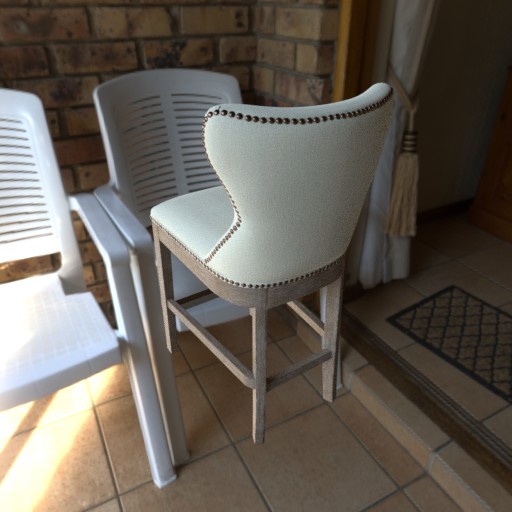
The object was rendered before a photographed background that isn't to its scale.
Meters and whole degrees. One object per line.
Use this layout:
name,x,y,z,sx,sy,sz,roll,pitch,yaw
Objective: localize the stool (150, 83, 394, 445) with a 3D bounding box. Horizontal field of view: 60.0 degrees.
stool,0.000,0.000,1.309,0.498,0.981,0.608,-19,35,-29
